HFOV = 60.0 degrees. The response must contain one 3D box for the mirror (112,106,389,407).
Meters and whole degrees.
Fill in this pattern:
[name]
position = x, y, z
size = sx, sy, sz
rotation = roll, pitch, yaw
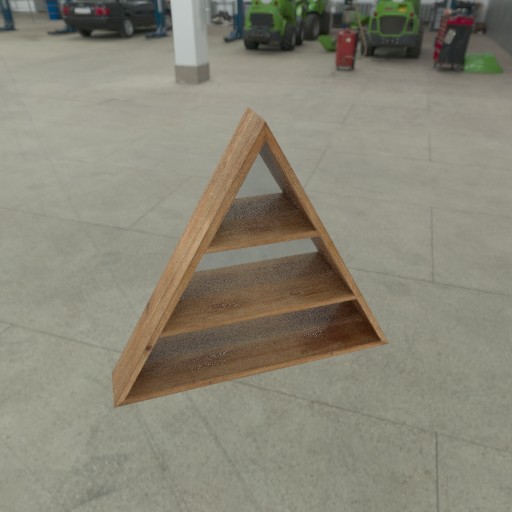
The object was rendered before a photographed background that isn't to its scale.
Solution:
[mirror]
position = 0.000, 0.000, 0.867
size = 0.631, 0.548, 0.100
rotation = -9, 33, -15
